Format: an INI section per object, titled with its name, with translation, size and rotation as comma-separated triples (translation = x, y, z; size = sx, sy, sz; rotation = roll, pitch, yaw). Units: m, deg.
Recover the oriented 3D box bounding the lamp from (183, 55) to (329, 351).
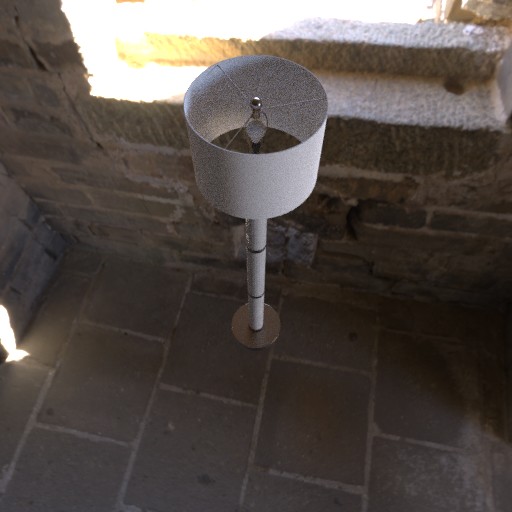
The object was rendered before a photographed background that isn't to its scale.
[lamp]
translation = 0.000, 0.000, 1.829
size = 0.377, 1.599, 0.377
rotation = -31, 64, -17
